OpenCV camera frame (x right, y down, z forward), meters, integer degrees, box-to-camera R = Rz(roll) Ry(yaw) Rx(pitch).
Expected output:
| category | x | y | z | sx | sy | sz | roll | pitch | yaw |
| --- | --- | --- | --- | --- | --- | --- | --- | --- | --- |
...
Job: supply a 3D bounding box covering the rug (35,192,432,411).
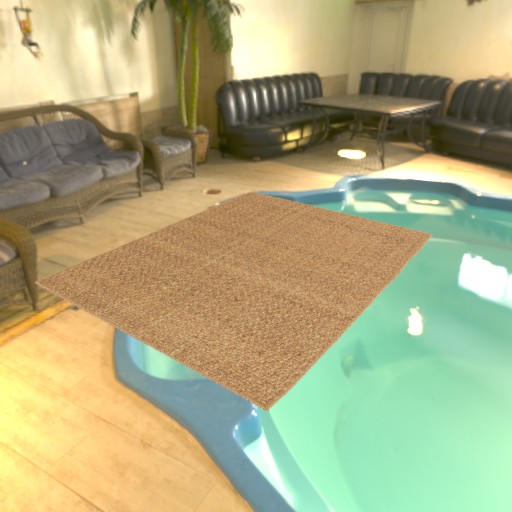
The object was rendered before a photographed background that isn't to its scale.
| category | x | y | z | sx | sy | sz | roll | pitch | yaw |
| --- | --- | --- | --- | --- | --- | --- | --- | --- | --- |
| rug | 0.000 | 0.000 | 4.184 | 2.439 | 0.013 | 3.048 | 18 | 32 | 32 |
